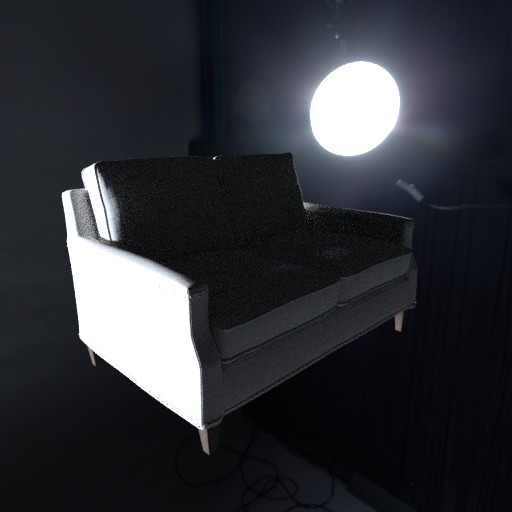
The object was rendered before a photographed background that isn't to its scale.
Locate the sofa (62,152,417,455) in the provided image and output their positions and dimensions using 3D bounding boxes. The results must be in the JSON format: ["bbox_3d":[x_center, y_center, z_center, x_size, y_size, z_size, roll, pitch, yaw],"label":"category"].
[{"bbox_3d":[0.000,0.000,2.302,1.084,1.003,1.597,15,22,43],"label":"sofa"}]
